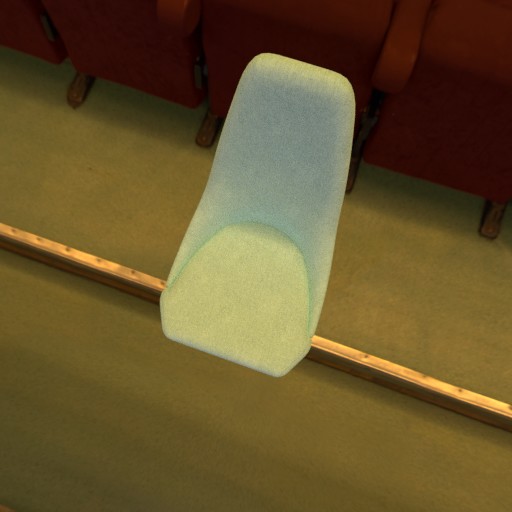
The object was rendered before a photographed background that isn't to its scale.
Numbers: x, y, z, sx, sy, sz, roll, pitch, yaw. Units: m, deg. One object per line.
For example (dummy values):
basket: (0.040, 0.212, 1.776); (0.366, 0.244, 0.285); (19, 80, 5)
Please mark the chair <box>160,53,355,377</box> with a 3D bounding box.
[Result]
chair: (0.000, 0.000, 1.400); (0.510, 1.040, 0.660); (19, 76, 5)
